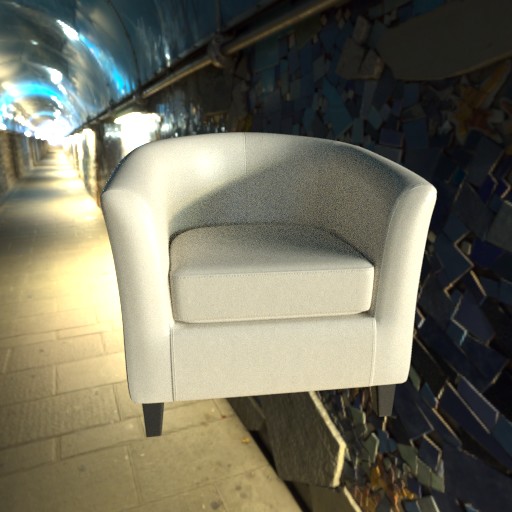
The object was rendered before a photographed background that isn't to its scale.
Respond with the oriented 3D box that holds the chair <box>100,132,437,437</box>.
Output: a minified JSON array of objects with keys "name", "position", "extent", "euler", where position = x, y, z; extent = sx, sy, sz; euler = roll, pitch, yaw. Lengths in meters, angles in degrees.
[{"name":"chair","position":[0.000,0.000,1.390],"extent":[0.792,0.756,0.727],"euler":[-2,15,-8]}]
